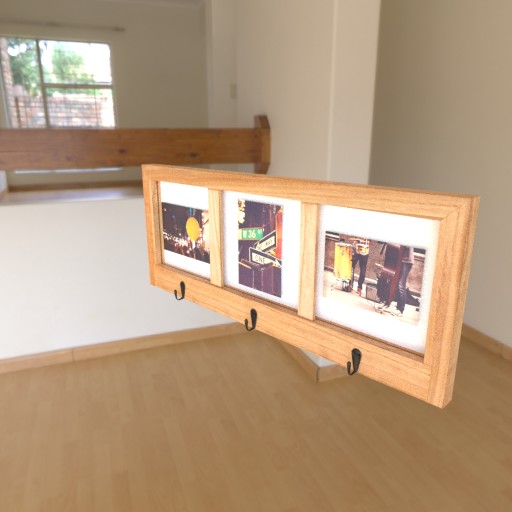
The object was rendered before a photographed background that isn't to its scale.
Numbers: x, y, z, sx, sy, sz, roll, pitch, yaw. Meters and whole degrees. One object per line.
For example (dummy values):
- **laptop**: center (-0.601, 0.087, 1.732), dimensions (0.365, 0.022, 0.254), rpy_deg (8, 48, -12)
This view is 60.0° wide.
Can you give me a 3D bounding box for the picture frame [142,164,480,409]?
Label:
- **picture frame**: center (0.000, 0.000, 0.655), dimensions (0.582, 0.234, 0.045), rpy_deg (15, 22, 42)
